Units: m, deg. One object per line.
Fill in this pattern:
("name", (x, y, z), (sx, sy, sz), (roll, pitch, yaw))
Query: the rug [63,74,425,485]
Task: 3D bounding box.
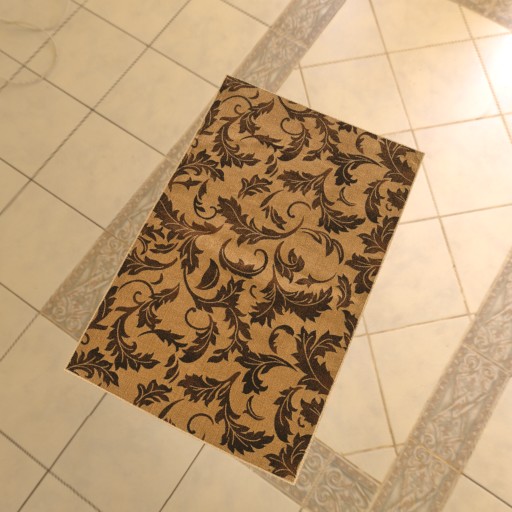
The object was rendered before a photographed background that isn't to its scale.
("rug", (0.000, 0.000, 2.844), (1.522, 0.008, 2.284), (24, 77, 6))
